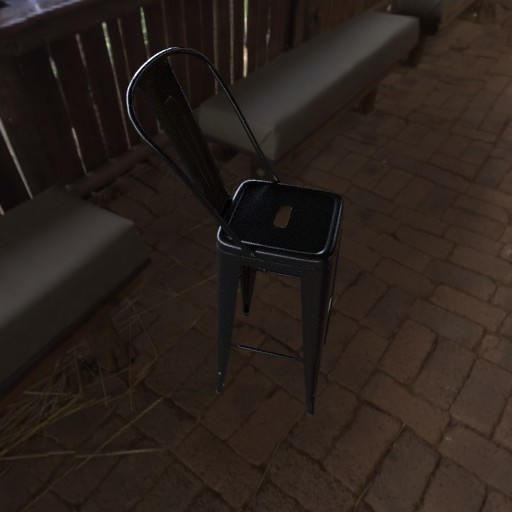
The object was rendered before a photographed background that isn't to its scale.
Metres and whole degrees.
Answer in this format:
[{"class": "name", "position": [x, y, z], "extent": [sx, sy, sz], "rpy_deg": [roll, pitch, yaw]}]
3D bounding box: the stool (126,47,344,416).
[{"class": "stool", "position": [0.000, 0.000, 1.329], "extent": [0.513, 1.096, 0.399], "rpy_deg": [11, 46, 10]}]
